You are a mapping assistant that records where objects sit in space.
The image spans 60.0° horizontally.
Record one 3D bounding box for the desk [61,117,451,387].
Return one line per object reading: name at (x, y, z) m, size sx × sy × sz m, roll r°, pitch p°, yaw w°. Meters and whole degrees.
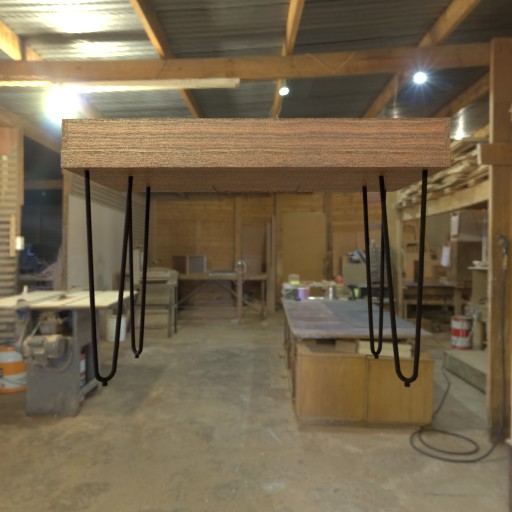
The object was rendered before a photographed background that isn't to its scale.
desk at (0.000, 0.000, 1.648) m, size 1.200 × 0.854 × 0.565 m, roll 0°, pitch 1°, yaw 0°
